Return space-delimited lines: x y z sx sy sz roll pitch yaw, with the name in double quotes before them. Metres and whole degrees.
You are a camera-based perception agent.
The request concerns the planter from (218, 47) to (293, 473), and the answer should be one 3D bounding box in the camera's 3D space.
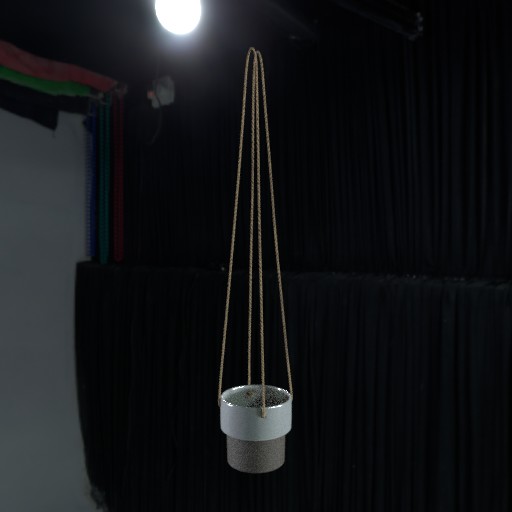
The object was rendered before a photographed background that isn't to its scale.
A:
"planter" 0.000 0.000 1.162 0.187 1.073 0.187 1 1 34
